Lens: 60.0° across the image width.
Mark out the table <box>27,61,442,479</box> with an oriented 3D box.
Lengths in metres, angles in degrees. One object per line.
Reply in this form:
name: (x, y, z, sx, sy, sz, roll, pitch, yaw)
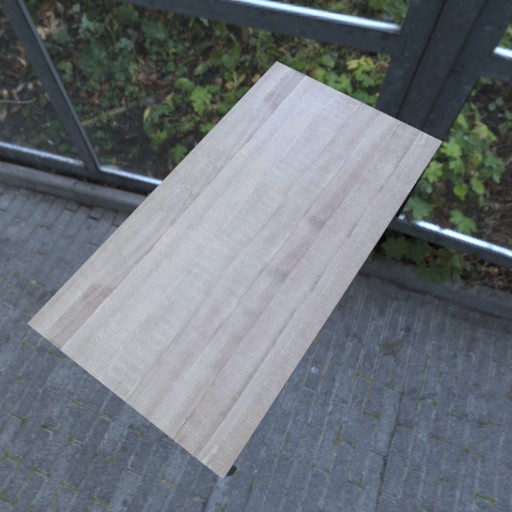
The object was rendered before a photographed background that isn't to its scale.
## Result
table: (0.000, 0.000, 1.337, 0.574, 0.393, 1.062, 32, 68, 14)
